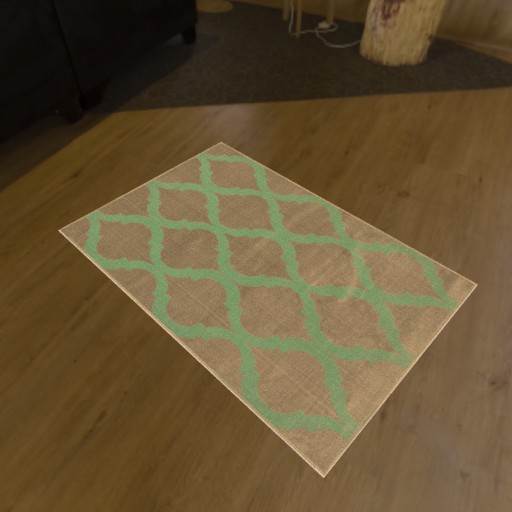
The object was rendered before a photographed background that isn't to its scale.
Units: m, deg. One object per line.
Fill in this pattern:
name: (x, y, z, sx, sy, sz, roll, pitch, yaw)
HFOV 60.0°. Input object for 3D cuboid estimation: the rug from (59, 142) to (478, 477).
rug: (0.000, 0.000, 2.871, 2.286, 0.006, 1.524, 35, 56, 28)
